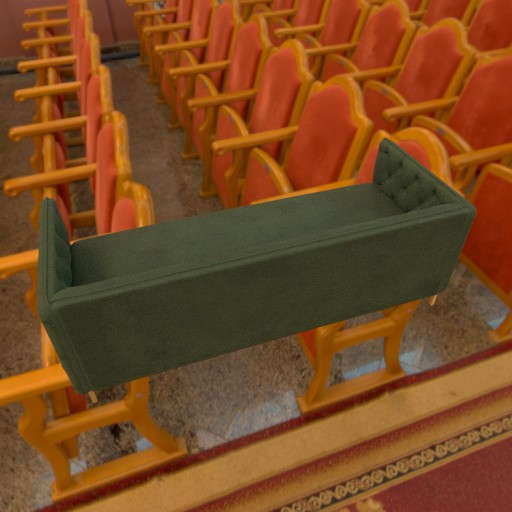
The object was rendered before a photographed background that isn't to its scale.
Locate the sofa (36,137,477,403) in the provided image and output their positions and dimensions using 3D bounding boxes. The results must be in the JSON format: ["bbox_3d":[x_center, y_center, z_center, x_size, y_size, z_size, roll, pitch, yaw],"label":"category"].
[{"bbox_3d":[0.000,0.000,2.588,2.209,0.771,0.895,-13,43,-14],"label":"sofa"}]
